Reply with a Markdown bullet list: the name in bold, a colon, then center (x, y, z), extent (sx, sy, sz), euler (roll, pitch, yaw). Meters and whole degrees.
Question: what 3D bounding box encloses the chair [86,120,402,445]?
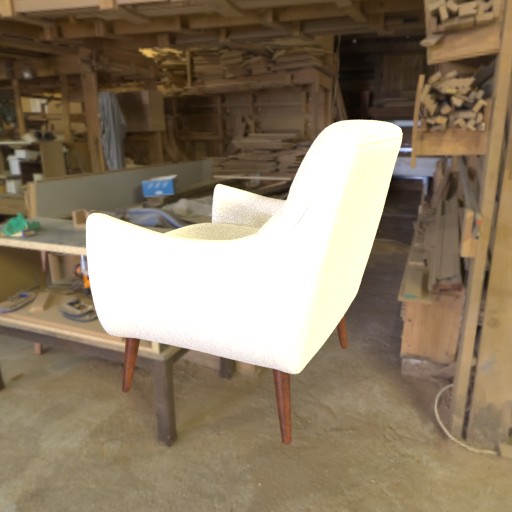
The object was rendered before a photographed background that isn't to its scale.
- **chair**: center (0.000, 0.000, 1.434), extent (0.787, 0.838, 0.762), euler (8, 18, 25)
